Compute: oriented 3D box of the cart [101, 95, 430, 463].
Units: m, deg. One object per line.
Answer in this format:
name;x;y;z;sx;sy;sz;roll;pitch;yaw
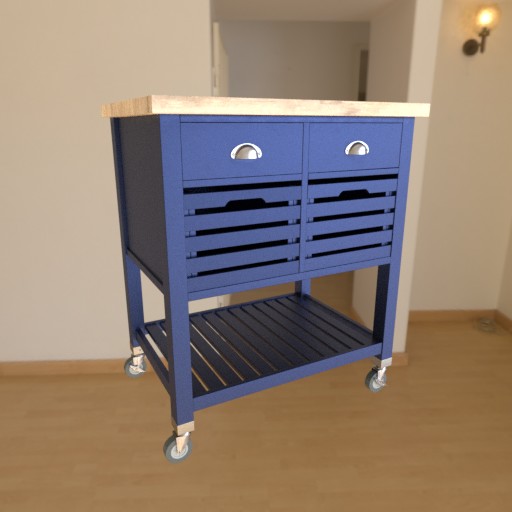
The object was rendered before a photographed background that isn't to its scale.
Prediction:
cart;0.000;0.000;1.422;0.797;0.920;0.567;-9;19;-27
